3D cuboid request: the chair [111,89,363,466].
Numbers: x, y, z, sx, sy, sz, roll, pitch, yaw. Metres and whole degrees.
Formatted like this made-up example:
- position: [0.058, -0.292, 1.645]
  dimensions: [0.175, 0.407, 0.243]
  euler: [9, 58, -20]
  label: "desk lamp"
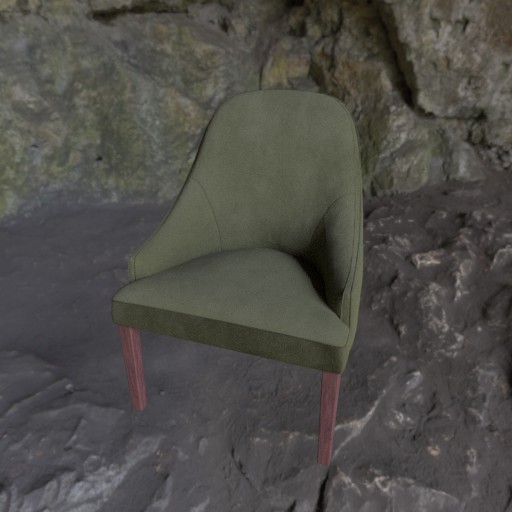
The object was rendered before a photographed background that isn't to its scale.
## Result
- position: [0.000, 0.000, 1.304]
  dimensions: [0.643, 0.889, 0.575]
  euler: [9, 26, 18]
  label: "chair"
